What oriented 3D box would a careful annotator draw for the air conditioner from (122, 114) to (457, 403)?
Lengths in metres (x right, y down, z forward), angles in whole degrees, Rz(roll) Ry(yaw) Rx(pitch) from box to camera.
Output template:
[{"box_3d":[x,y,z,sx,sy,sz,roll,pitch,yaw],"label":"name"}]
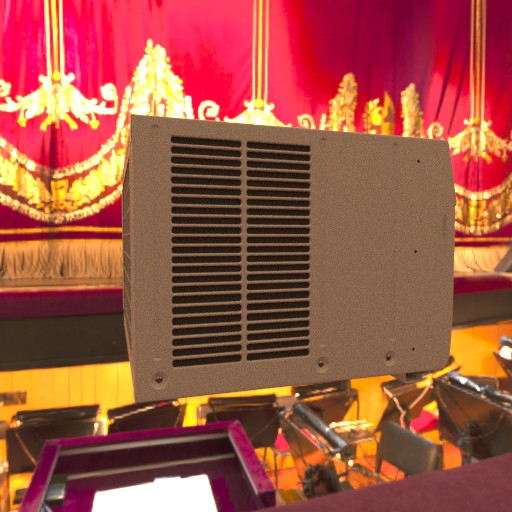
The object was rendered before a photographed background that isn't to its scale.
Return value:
[{"box_3d":[0.000,0.000,1.060,0.599,0.455,0.645,-1,2,-18],"label":"air conditioner"}]
